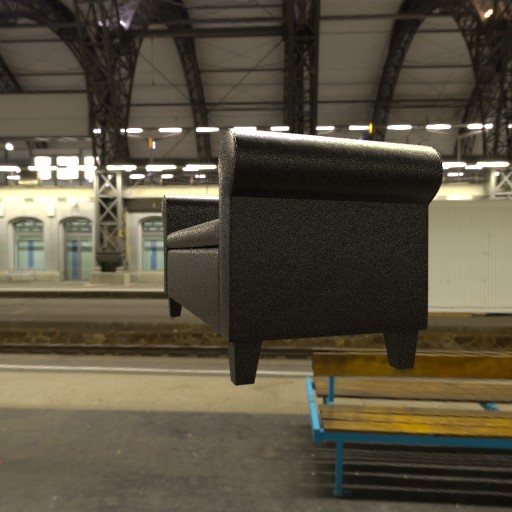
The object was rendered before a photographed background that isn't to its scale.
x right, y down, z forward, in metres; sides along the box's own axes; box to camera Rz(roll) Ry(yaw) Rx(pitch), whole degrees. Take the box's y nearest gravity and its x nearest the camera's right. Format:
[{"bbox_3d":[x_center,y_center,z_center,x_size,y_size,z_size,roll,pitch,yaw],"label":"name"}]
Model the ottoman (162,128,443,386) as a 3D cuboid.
[{"bbox_3d":[0.000,0.000,1.545,0.521,0.547,1.256,0,1,-18],"label":"ottoman"}]
